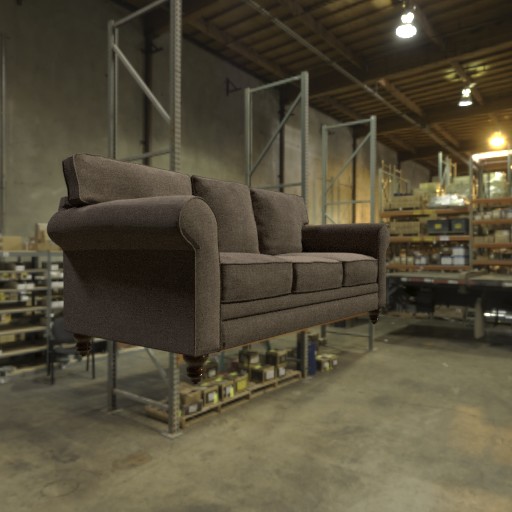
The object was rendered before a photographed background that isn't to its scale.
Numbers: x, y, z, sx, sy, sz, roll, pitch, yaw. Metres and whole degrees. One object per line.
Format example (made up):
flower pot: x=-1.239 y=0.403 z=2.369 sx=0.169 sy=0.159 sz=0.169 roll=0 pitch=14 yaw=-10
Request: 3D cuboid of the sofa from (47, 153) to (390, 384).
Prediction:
sofa: x=0.000 y=0.000 z=2.621 sx=0.916 sy=0.961 sz=2.084 roll=0 pitch=0 yaw=37
